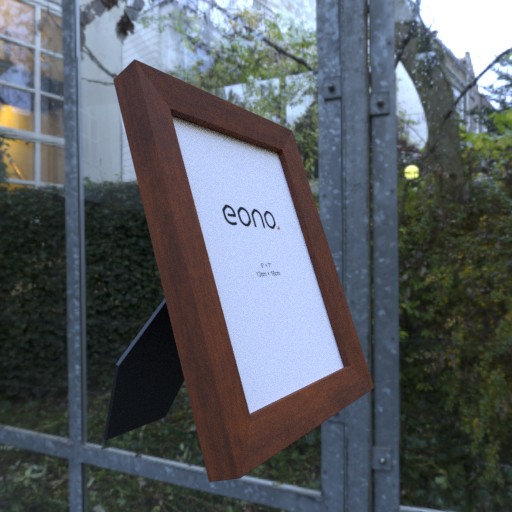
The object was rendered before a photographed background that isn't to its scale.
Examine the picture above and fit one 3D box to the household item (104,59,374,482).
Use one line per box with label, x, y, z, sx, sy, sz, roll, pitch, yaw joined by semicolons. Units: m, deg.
household item;0.000;0.000;0.283;0.096;0.204;0.160;0;0;35
